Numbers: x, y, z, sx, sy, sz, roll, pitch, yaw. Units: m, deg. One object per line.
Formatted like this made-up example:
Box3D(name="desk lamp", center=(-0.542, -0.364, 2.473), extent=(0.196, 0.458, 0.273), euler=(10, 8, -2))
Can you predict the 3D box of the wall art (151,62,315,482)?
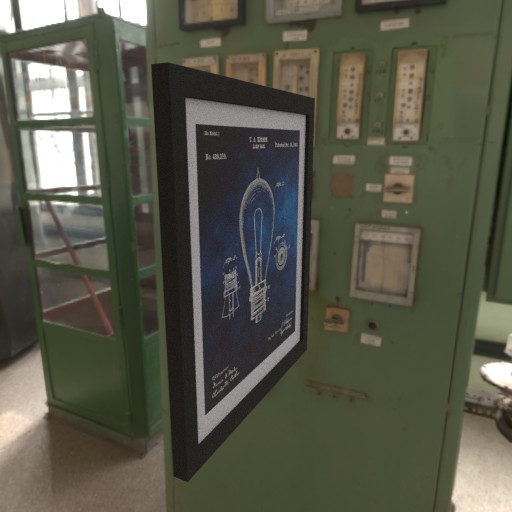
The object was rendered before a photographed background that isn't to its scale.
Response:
Box3D(name="wall art", center=(0.000, 0.000, 0.700), extent=(0.023, 0.505, 0.428), euler=(7, 16, 26))
